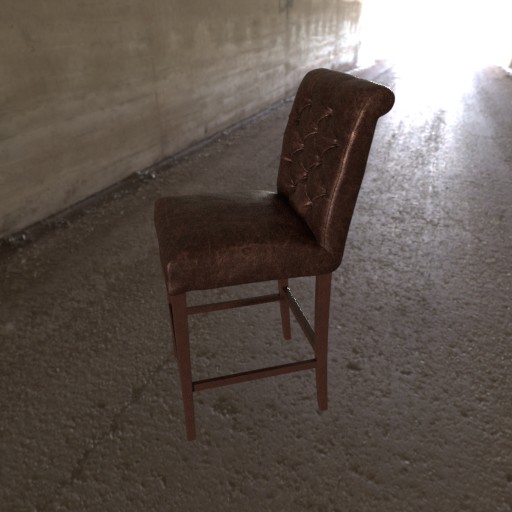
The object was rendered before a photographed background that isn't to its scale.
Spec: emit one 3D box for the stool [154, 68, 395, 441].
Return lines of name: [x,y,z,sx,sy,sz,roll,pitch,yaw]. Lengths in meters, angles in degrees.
stool: [0.000,0.000,1.552,0.659,1.168,0.483,-7,30,-13]
